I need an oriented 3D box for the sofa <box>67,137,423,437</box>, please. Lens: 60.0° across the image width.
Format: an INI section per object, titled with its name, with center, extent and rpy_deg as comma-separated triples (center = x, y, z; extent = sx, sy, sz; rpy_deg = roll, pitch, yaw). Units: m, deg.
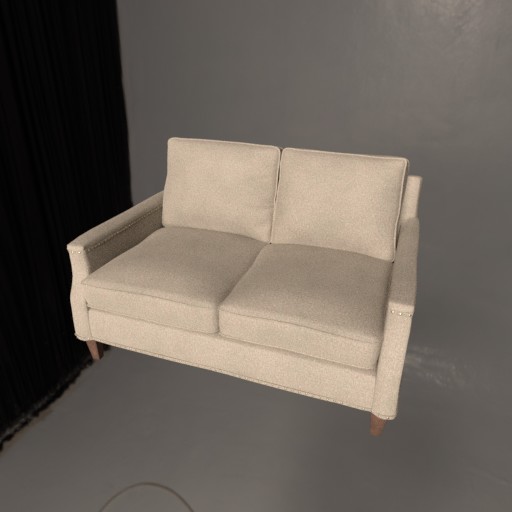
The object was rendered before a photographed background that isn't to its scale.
[sofa]
center = 0.000, 0.000, 2.303
extent = 1.597, 1.003, 1.084
rpy_deg = 9, 28, 18
